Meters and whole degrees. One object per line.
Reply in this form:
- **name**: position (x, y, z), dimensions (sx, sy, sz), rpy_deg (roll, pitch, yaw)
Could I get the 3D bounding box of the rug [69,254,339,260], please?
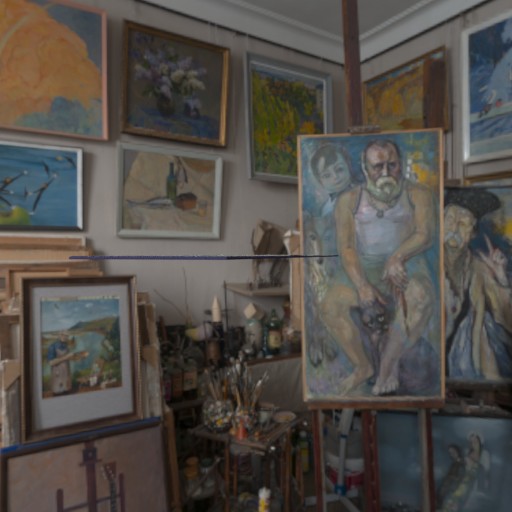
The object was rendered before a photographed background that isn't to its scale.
- **rug**: position (0.000, 0.000, 2.526), dimensions (0.602, 0.016, 2.283), rpy_deg (0, 0, 19)
